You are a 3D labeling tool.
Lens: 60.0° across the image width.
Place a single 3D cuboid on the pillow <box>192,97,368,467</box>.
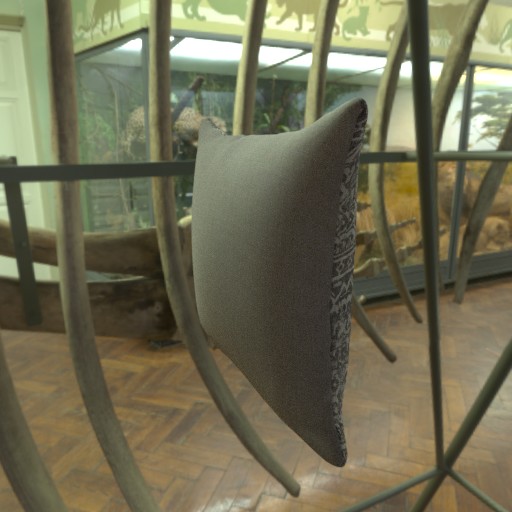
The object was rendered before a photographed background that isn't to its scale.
[{"bbox_3d":[0.000,0.000,0.782,0.180,0.487,0.546,-7,16,-25],"label":"pillow"}]
